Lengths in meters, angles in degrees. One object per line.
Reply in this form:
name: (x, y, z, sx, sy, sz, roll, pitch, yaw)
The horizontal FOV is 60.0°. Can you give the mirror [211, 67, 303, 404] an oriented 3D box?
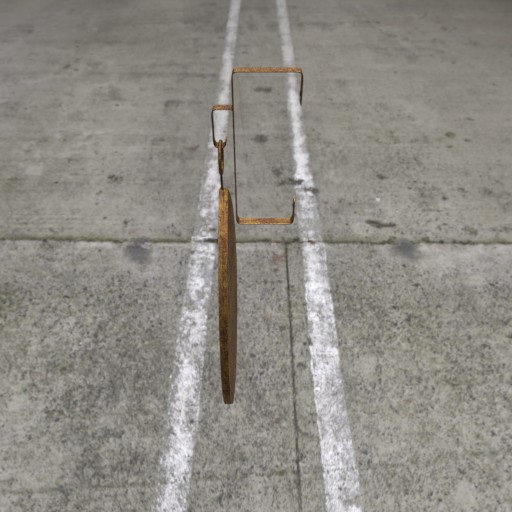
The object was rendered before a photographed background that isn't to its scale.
mirror: (0.000, 0.000, 0.914, 0.144, 0.744, 0.405, 0, 41, 0)
